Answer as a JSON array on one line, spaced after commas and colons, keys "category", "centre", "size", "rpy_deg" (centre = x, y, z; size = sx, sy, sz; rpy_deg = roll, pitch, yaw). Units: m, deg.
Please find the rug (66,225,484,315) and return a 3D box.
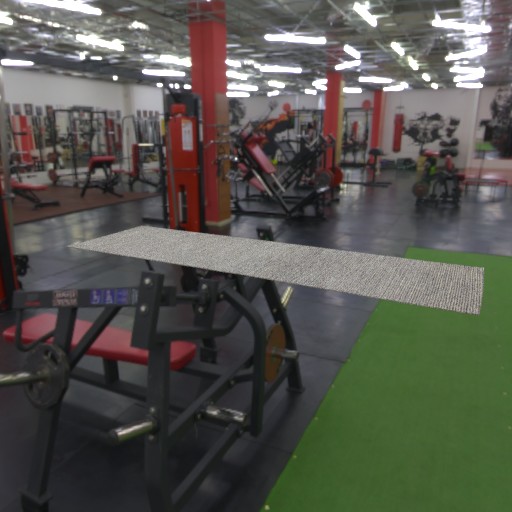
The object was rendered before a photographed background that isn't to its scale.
[{"category": "rug", "centre": [0.000, 0.000, 2.537], "size": [2.335, 0.013, 0.697], "rpy_deg": [8, 18, 27]}]
